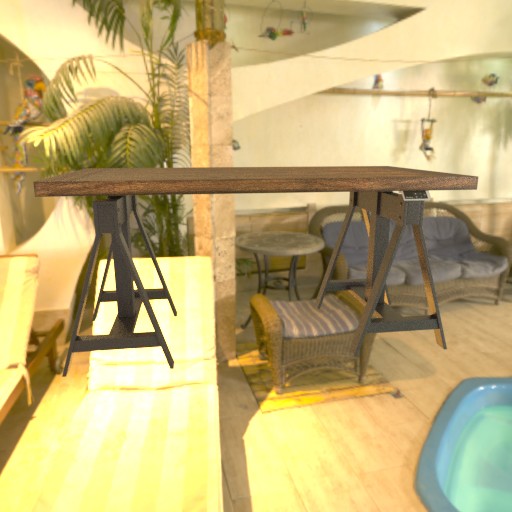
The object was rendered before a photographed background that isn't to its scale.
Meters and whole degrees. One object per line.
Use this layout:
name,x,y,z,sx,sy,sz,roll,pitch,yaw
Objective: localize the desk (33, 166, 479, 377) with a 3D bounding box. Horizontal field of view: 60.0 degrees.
desk,0.000,0.000,1.944,1.543,0.725,0.784,-2,14,-8
